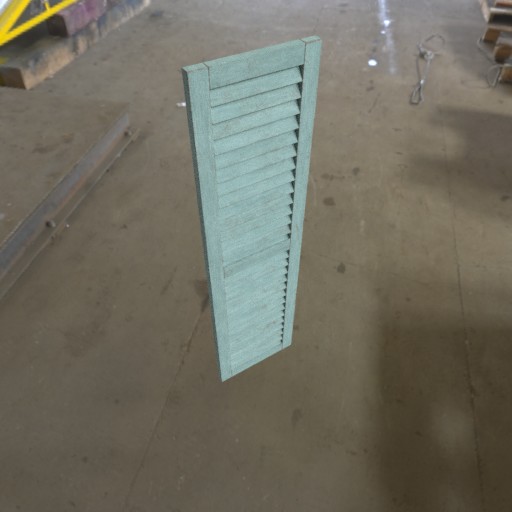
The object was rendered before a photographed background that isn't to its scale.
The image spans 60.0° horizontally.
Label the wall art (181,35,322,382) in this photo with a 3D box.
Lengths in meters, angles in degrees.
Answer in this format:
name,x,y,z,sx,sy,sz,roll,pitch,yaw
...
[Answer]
name,x,y,z,sx,sy,sz,roll,pitch,yaw
wall art,0.000,0.000,1.360,0.329,1.219,0.025,-24,50,-21
